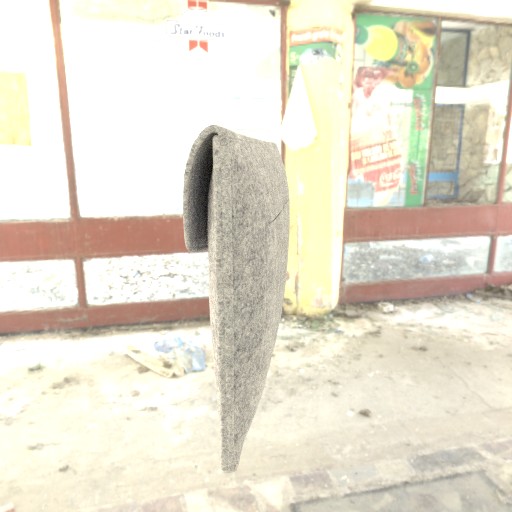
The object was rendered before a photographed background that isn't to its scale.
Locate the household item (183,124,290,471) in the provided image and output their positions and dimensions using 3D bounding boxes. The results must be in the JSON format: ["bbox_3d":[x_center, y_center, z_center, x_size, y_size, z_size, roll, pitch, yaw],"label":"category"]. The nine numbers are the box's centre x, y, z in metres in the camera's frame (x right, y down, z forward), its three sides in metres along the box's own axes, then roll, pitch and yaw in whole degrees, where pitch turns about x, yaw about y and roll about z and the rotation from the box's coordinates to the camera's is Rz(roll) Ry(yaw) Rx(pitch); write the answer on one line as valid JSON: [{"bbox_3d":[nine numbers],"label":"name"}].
[{"bbox_3d":[0.000,0.000,0.424,0.057,0.221,0.335,2,13,7],"label":"household item"}]
